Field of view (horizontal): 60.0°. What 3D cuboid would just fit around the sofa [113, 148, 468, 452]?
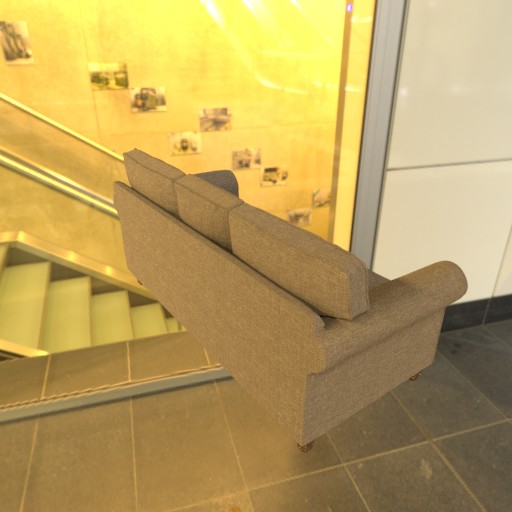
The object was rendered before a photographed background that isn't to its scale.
[{"bbox_3d":[0.000,0.000,2.569,0.916,0.961,2.084,-18,32,-32],"label":"sofa"}]
